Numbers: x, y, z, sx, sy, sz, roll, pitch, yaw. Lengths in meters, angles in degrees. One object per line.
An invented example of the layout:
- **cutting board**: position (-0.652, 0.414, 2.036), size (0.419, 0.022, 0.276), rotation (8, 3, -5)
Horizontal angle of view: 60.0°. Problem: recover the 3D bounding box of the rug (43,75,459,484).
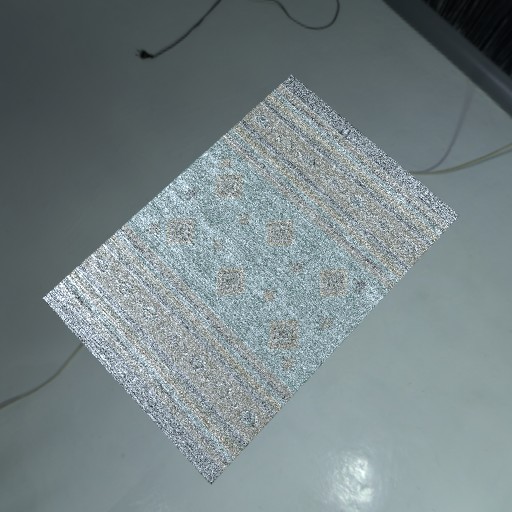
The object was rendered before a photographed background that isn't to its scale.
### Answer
- **rug**: position (0.000, 0.000, 2.274), size (1.212, 0.010, 1.811), rotation (44, 80, 10)
